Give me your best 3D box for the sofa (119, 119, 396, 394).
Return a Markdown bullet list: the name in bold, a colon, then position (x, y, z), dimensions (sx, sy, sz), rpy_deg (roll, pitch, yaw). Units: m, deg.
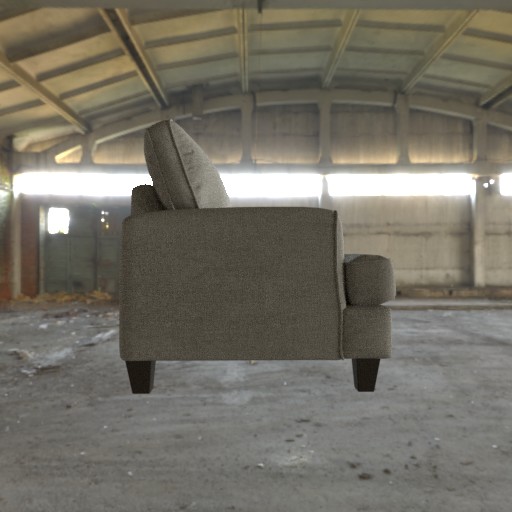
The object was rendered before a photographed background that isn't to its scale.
- **sofa**: position (0.000, 0.000, 2.296), dimensions (0.965, 0.965, 1.651), rpy_deg (0, -1, -1)
